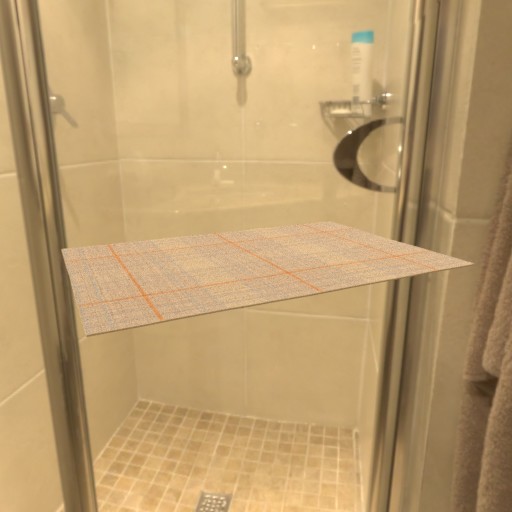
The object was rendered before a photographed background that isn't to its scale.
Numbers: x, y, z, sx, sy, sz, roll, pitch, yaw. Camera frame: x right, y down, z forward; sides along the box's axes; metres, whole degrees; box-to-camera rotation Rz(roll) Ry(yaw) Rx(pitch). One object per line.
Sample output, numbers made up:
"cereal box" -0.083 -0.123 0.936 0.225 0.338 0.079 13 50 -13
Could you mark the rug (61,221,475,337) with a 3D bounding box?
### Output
"rug" 0.000 0.000 2.341 1.825 0.015 1.232 -8 17 -25
